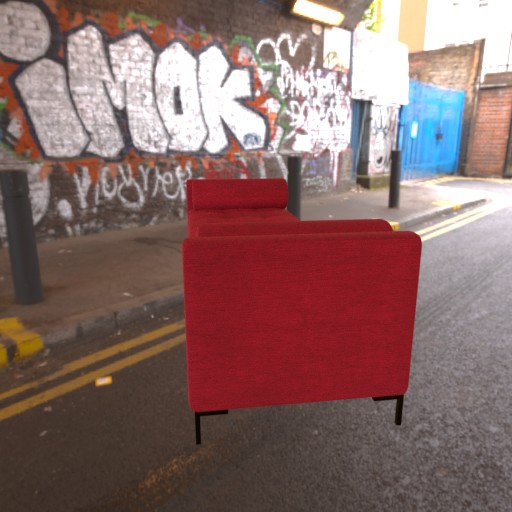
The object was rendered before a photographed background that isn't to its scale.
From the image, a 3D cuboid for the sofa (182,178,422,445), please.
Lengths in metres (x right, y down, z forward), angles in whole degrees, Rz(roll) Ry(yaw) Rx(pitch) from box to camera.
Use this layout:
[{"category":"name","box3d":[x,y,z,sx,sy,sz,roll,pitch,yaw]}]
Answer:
[{"category":"sofa","box3d":[0.000,0.000,2.235,0.686,0.635,1.981,-2,15,-8]}]
